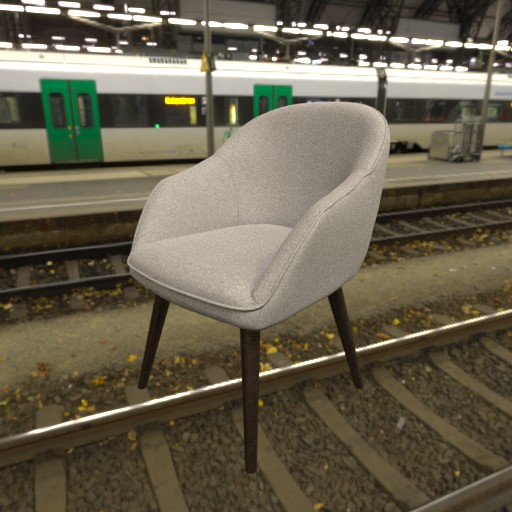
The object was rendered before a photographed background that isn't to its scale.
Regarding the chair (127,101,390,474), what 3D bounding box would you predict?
[{"bbox_3d":[0.000,0.000,1.217,0.589,0.810,0.611,17,24,42],"label":"chair"}]
